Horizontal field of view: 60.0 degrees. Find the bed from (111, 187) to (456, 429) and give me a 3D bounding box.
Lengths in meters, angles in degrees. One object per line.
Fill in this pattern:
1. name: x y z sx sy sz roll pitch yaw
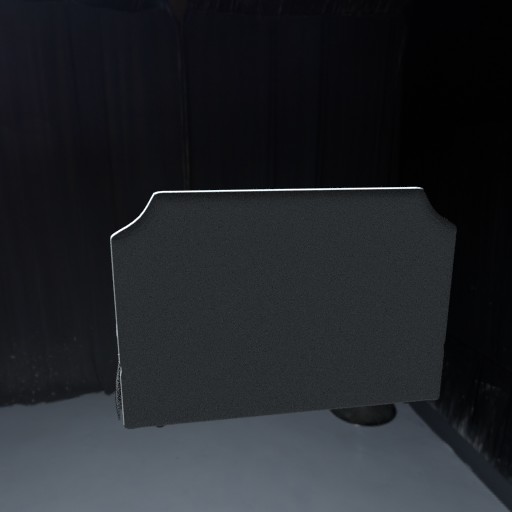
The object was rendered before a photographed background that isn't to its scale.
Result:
1. bed: 0.000 0.000 3.535 1.977 1.293 2.498 -2 14 -9
